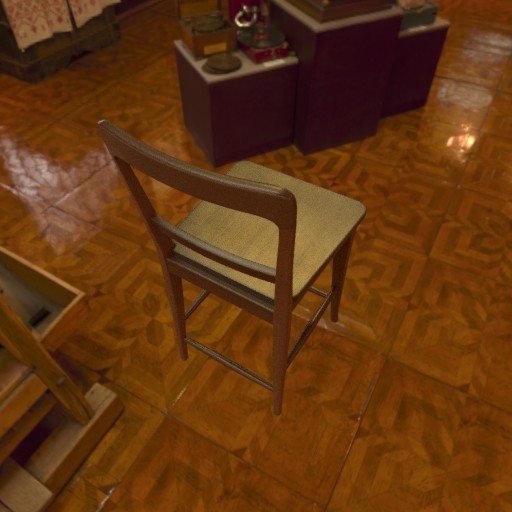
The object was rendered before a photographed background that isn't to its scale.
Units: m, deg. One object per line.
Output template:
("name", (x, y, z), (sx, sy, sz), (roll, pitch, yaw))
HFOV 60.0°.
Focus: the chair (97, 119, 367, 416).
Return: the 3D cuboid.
("chair", (0.000, 0.000, 1.280), (0.450, 0.991, 0.546), (25, 52, 21))
